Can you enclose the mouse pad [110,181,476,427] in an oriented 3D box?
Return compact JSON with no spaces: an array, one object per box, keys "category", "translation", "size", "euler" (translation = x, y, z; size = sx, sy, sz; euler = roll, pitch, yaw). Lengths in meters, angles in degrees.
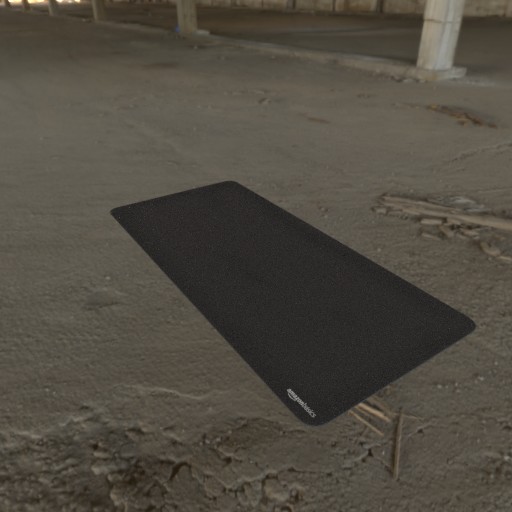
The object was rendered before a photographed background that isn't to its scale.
[{"category":"mouse pad","translation":[0.000,0.000,1.059],"size":[0.424,0.003,0.907],"euler":[-19,36,-29]}]
